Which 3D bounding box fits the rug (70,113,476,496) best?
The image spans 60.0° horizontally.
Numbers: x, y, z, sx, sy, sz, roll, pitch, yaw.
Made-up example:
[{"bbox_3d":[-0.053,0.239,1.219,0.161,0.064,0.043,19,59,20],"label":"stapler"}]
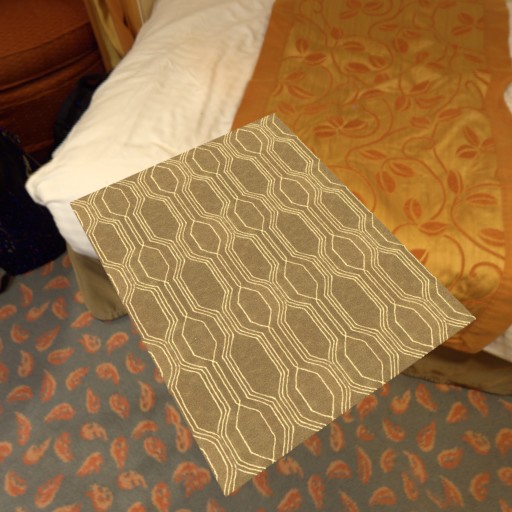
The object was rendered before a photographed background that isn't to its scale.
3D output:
[{"bbox_3d":[0.000,0.000,4.078,2.457,0.012,3.062,-28,62,-17],"label":"rug"}]
